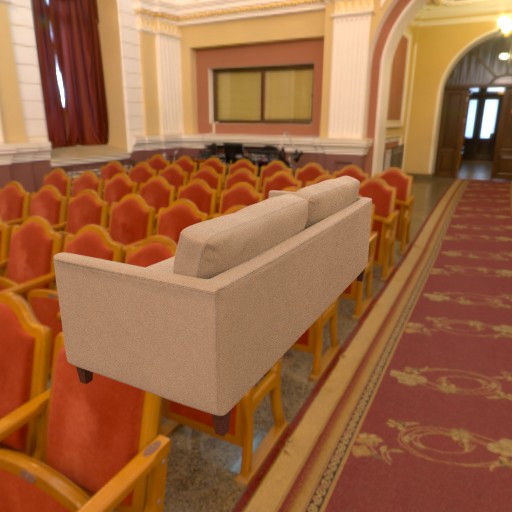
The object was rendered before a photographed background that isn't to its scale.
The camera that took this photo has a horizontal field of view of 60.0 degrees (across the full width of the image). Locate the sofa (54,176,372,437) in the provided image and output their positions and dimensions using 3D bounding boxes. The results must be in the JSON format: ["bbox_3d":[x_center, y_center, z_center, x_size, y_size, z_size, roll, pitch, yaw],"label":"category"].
[{"bbox_3d":[0.000,0.000,2.970,0.988,0.912,2.404,9,19,27],"label":"sofa"}]
